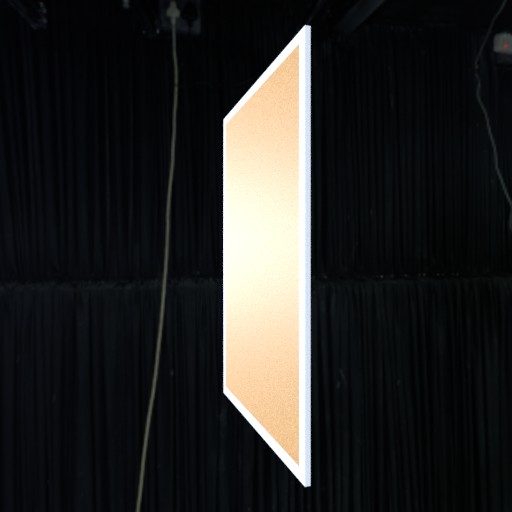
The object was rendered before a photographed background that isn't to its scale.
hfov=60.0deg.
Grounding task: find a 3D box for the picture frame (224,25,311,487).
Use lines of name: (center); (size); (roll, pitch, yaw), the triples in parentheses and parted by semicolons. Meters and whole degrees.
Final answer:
picture frame: (0.000, 0.000, 1.216); (0.013, 0.940, 0.659); (0, 0, -19)
